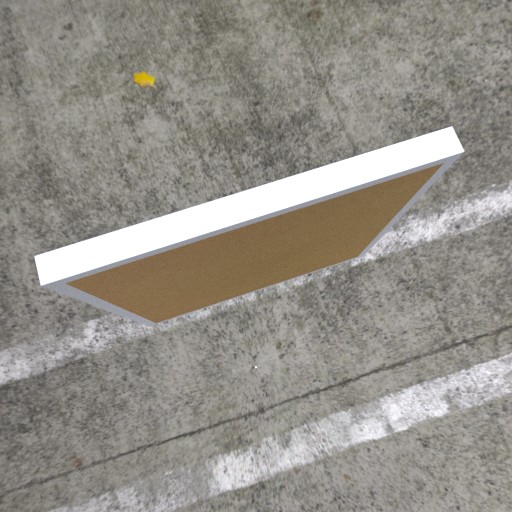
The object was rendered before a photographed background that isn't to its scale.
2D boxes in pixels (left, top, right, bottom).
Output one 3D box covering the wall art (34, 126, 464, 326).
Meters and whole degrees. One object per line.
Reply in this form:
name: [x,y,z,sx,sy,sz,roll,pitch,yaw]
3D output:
wall art: [0.000,0.000,0.754,0.508,0.507,0.035,-18,77,-4]
